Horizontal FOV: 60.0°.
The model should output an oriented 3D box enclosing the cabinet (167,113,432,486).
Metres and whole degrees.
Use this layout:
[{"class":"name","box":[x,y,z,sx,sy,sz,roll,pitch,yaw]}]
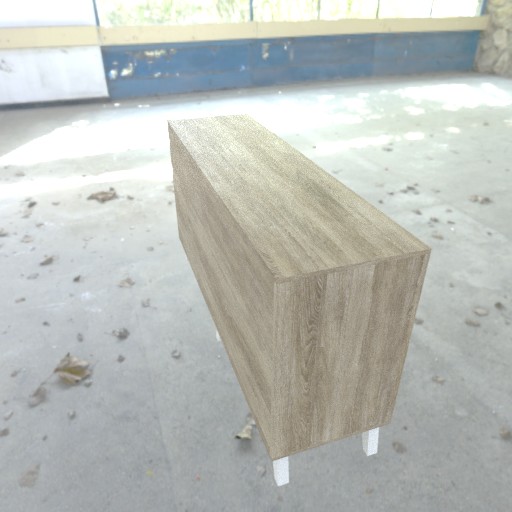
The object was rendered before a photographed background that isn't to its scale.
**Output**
[{"class":"cabinet","box":[0.000,0.000,2.004,0.450,0.870,1.600,-10,33,-16]}]
